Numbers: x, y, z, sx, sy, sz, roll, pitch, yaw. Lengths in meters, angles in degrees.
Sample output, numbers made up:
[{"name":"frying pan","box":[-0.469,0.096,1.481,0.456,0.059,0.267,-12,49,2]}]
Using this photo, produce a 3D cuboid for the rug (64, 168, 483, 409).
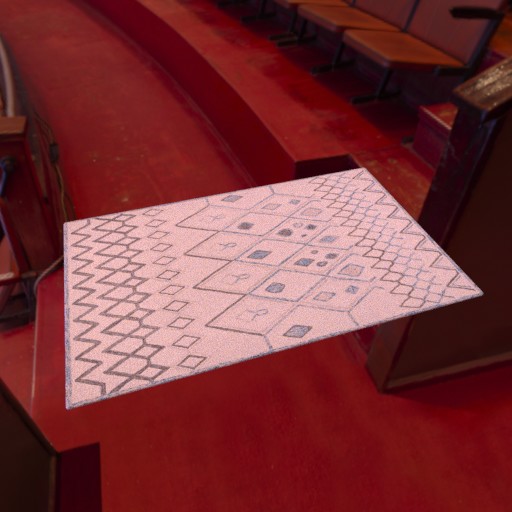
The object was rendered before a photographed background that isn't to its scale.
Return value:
[{"name":"rug","box":[0.000,0.000,2.964,2.439,0.015,1.524,-12,44,-13]}]
